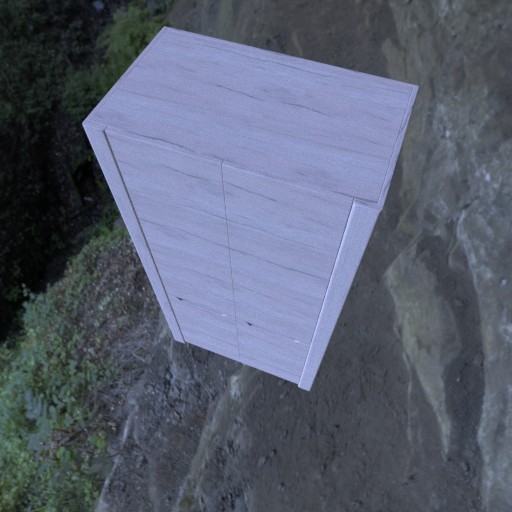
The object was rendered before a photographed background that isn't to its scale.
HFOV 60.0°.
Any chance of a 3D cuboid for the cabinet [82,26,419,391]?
[{"bbox_3d":[0.000,0.000,2.295,0.980,1.930,0.580,18,60,11],"label":"cabinet"}]
